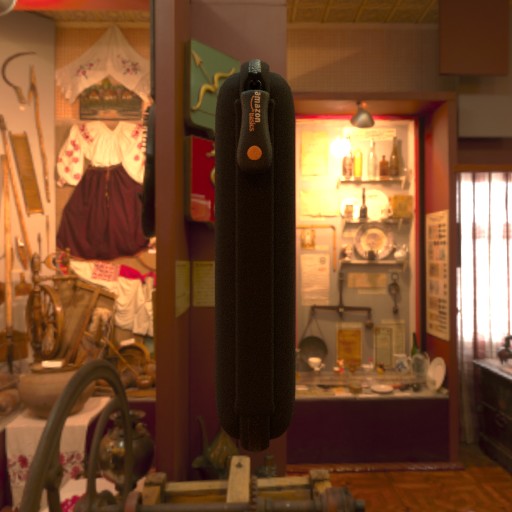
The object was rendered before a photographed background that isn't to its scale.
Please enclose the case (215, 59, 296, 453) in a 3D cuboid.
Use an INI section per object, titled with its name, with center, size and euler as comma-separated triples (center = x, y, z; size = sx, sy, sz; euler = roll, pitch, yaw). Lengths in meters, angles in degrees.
[case]
center = 0.000, 0.000, 0.191
size = 0.030, 0.147, 0.107
euler = 0, 0, 1
